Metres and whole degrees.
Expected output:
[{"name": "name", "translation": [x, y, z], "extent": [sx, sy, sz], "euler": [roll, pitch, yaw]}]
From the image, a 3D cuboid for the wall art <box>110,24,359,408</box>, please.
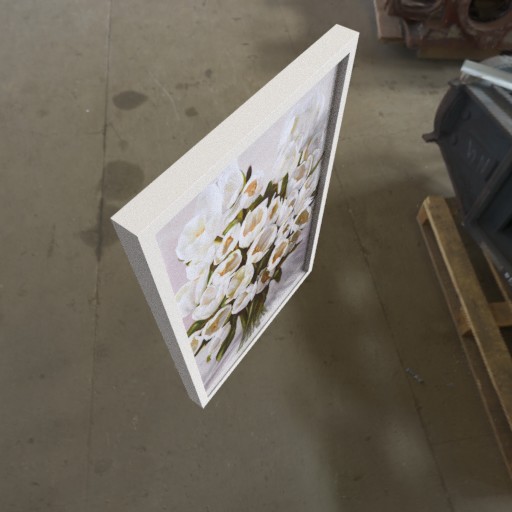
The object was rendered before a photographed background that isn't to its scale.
[{"name": "wall art", "translation": [0.000, 0.000, 0.821], "extent": [0.038, 0.657, 0.450], "euler": [32, 62, 19]}]
